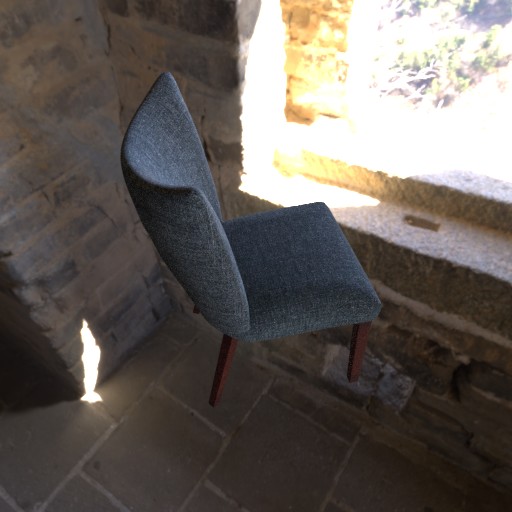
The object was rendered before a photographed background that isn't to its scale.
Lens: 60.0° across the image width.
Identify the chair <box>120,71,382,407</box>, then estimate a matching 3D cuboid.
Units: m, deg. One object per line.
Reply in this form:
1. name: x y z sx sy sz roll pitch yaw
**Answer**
1. chair: 0.000 0.000 1.316 0.623 0.924 0.535 -10 47 -9
